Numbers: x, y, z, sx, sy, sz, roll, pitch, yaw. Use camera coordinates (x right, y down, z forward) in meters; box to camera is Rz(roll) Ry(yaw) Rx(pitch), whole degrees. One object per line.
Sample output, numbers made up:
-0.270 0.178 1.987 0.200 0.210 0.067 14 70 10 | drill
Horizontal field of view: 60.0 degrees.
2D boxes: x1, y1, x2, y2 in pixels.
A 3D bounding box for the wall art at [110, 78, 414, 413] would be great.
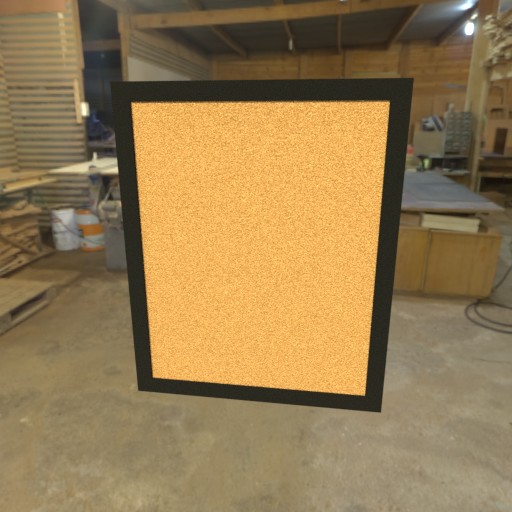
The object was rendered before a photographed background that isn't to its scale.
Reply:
0.000 0.000 0.757 0.457 0.559 0.029 3 17 8 | wall art
